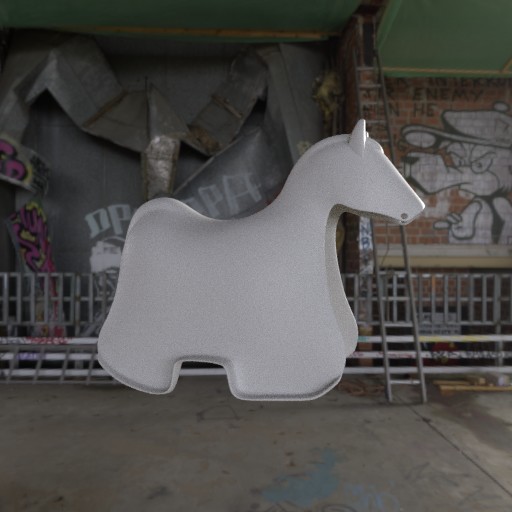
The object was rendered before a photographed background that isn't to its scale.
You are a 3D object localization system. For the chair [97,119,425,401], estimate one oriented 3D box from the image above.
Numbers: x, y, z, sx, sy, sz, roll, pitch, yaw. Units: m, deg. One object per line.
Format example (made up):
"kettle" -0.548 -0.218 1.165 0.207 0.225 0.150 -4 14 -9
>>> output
"chair" 0.000 0.000 1.122 0.800 0.612 0.429 0 -1 18
